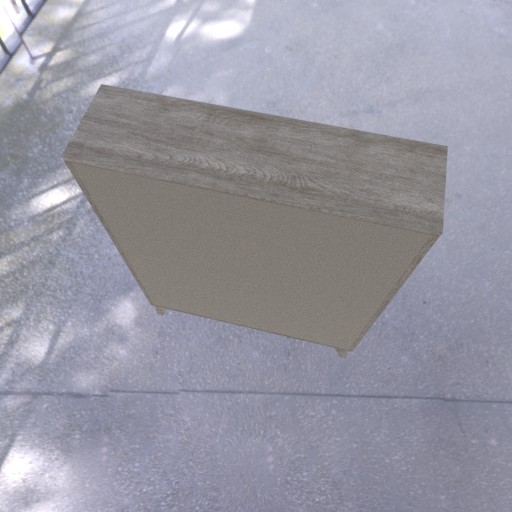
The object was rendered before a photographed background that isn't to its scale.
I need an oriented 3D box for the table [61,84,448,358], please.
[{"bbox_3d":[0.000,0.000,1.580,0.902,1.135,0.256,12,64,6],"label":"table"}]
